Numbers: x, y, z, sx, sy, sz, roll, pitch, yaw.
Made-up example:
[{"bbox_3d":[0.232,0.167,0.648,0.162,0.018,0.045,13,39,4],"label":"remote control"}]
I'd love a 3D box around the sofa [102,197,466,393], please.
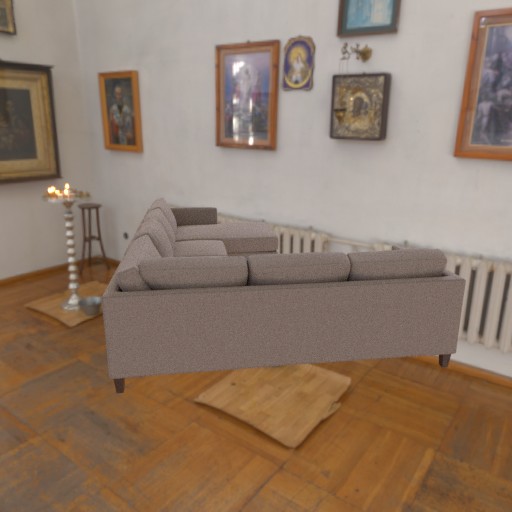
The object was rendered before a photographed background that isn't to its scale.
[{"bbox_3d":[0.000,0.000,4.560,2.424,0.865,3.438,-2,15,-8],"label":"sofa"}]
